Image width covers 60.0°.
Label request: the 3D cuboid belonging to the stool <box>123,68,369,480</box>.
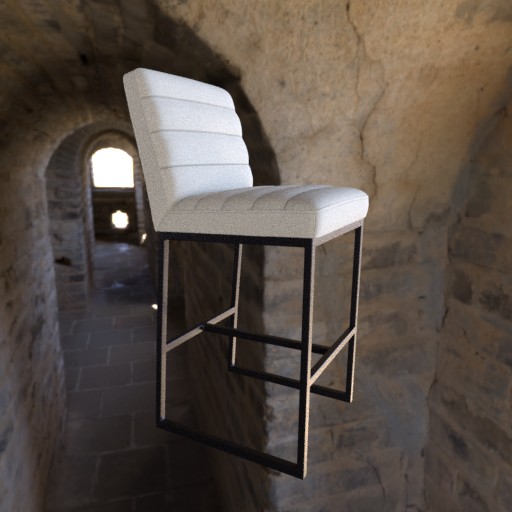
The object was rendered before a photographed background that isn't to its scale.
[{"bbox_3d":[0.000,0.000,1.330,0.560,1.040,0.460,7,14,28],"label":"stool"}]
